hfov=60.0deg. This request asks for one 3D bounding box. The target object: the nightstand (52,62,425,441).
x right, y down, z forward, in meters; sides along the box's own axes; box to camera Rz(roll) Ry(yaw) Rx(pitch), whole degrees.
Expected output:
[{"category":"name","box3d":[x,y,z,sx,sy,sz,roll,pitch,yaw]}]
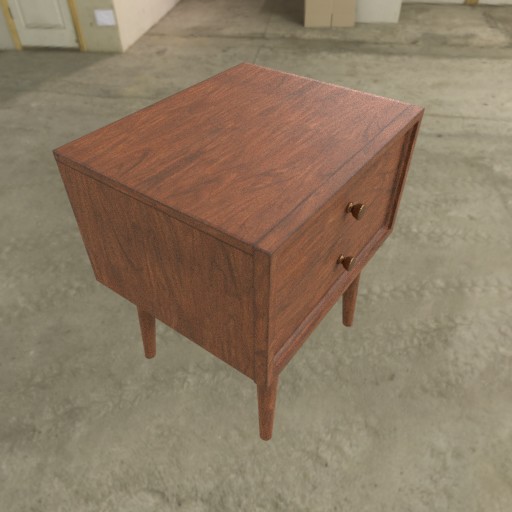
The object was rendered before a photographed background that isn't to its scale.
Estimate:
[{"category":"nightstand","box3d":[0.000,0.000,0.984,0.445,0.607,0.521,26,48,26]}]
